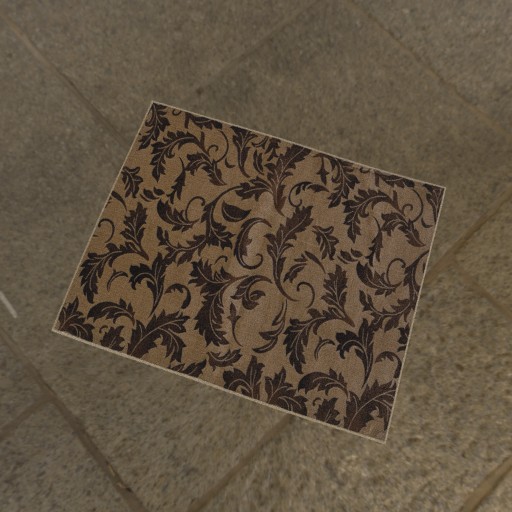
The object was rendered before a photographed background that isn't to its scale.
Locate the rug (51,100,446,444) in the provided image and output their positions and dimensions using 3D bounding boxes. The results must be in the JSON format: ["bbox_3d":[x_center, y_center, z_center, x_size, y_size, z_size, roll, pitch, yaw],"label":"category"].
[{"bbox_3d":[0.000,0.000,3.990,2.977,0.008,2.380,18,76,4],"label":"rug"}]
